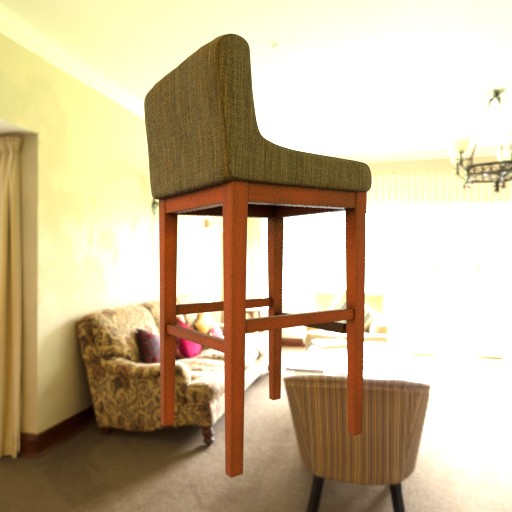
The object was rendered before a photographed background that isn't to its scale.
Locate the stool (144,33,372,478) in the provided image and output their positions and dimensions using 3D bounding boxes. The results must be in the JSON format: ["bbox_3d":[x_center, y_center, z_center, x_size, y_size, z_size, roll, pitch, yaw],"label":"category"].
[{"bbox_3d":[0.000,0.000,1.233,0.499,0.965,0.426,0,0,-35],"label":"stool"}]
